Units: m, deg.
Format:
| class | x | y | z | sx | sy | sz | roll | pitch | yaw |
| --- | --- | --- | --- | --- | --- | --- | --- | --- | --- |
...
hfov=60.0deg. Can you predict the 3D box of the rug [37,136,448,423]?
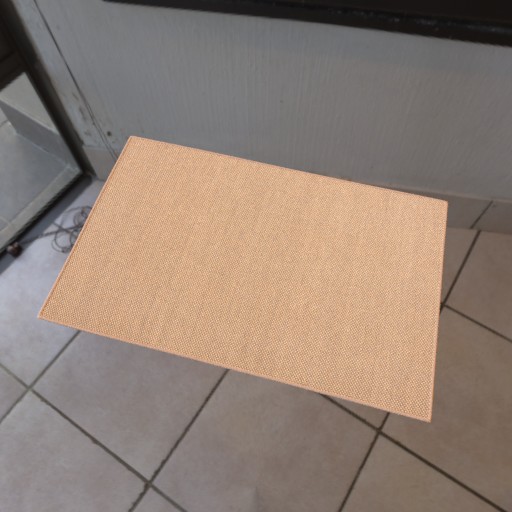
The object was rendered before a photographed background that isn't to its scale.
| class | x | y | z | sx | sy | sz | roll | pitch | yaw |
| --- | --- | --- | --- | --- | --- | --- | --- | --- | --- |
| rug | 0.000 | 0.000 | 2.042 | 1.676 | 0.013 | 1.067 | 13 | 63 | 7 |
